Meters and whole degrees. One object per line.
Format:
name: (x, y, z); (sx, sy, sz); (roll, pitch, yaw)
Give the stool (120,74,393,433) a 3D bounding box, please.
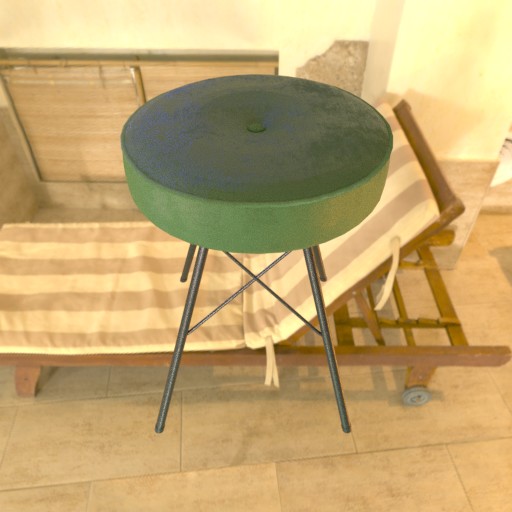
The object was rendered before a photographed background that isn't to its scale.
stool: (0.000, 0.000, 0.895); (0.430, 0.595, 0.457); (0, 43, 0)
